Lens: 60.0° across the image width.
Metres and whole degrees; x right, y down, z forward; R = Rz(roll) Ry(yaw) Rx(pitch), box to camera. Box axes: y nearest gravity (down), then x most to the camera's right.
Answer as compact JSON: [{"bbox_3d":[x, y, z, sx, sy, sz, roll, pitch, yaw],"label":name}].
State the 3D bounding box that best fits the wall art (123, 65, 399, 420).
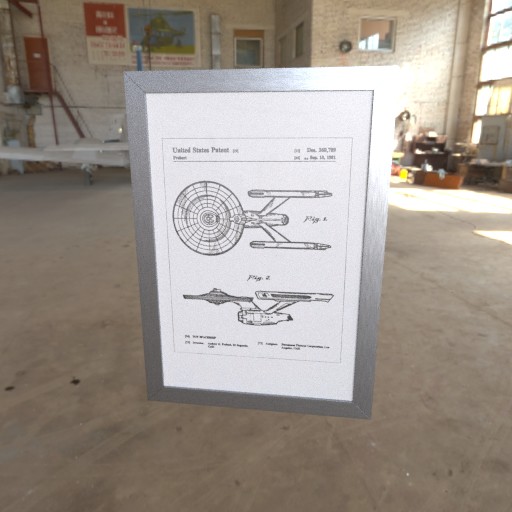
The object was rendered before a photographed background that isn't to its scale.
[{"bbox_3d":[0.000,0.000,0.675,0.376,0.529,0.013,2,16,8],"label":"wall art"}]
